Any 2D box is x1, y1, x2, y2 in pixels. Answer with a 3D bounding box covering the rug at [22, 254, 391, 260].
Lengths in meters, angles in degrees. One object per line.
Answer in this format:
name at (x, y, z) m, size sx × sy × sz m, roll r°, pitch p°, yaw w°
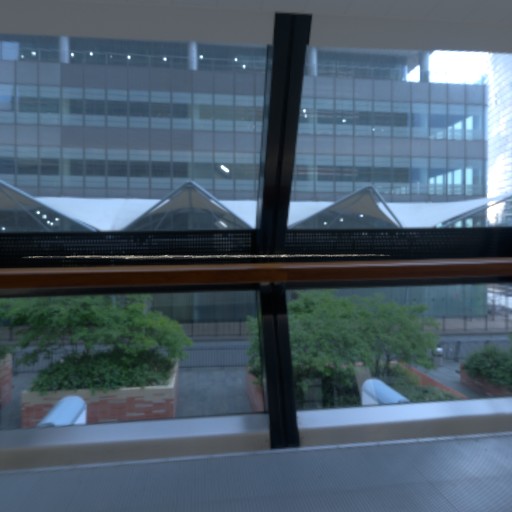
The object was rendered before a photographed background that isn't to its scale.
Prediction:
rug at (0.000, 0.000, 2.728) m, size 0.807 × 0.010 × 2.476 m, roll 0°, pitch 0°, yaw 37°
